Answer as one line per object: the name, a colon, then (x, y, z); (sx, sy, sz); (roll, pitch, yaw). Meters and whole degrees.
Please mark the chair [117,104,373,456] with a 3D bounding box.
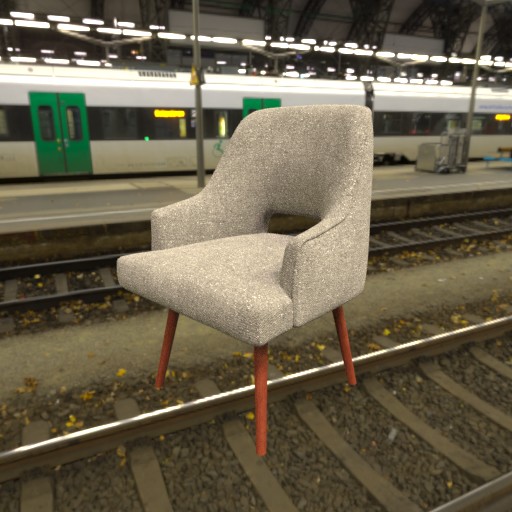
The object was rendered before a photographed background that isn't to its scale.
chair: (0.000, 0.000, 1.323); (0.608, 0.875, 0.629); (15, 22, 41)
